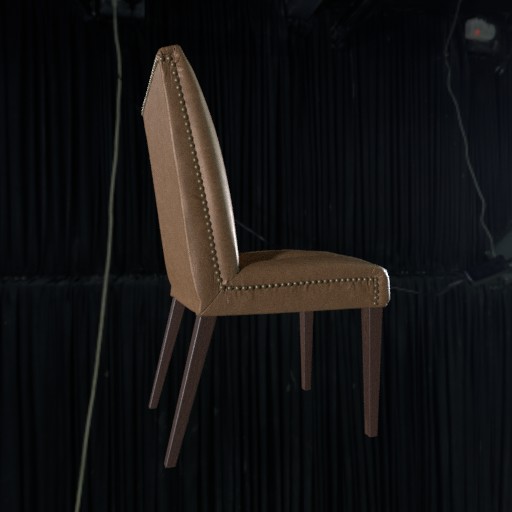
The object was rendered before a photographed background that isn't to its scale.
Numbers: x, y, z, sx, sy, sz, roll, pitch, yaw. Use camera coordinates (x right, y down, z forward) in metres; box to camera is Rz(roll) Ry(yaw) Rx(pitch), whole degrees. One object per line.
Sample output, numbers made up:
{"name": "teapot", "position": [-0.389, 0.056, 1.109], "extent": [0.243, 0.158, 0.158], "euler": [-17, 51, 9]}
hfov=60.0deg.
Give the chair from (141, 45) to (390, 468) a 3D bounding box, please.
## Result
{"name": "chair", "position": [0.000, 0.000, 1.363], "extent": [0.647, 1.016, 0.511], "euler": [0, 1, -19]}
